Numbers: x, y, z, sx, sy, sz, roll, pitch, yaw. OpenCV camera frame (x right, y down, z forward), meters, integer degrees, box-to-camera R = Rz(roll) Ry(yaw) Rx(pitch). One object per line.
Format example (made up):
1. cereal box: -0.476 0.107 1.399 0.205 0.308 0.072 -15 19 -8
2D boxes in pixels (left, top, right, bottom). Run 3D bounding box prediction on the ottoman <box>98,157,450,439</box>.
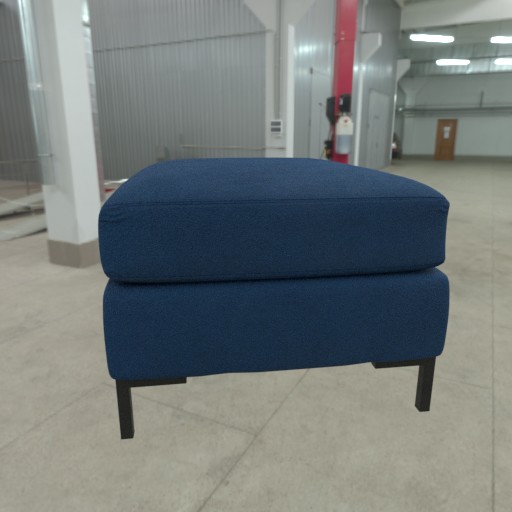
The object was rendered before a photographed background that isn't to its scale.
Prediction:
1. ottoman: 0.000 0.000 1.158 0.655 0.485 0.794 -2 16 -8
